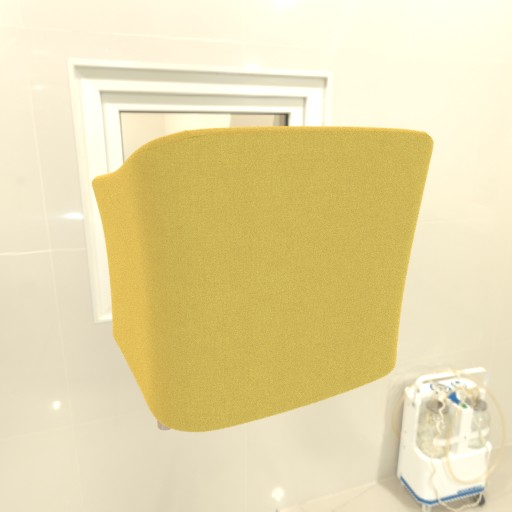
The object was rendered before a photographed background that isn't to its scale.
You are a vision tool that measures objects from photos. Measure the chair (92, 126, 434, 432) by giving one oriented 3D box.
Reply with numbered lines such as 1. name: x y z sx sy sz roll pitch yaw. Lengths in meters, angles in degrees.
1. chair: 0.000 0.000 1.298 0.790 0.720 0.700 -8 17 -26
